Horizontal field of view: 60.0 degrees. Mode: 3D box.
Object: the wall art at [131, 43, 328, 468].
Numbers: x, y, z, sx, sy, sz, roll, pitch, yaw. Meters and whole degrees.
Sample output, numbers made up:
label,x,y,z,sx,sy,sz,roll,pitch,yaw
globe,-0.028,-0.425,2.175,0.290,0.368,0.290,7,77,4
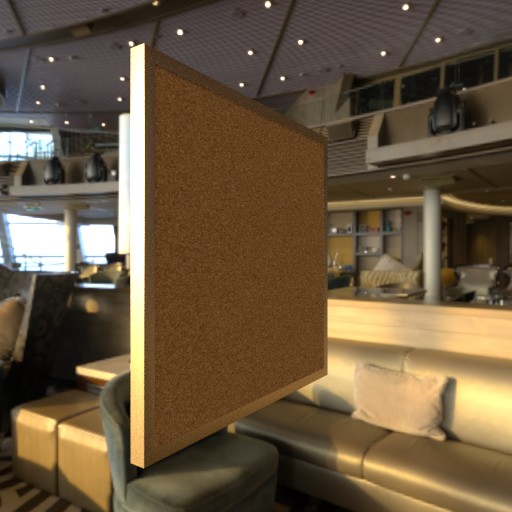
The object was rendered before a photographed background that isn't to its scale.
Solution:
label,x,y,z,sx,sy,sz,roll,pitch,yaw
wall art,0.000,0.000,1.124,0.036,0.765,0.767,0,0,34
